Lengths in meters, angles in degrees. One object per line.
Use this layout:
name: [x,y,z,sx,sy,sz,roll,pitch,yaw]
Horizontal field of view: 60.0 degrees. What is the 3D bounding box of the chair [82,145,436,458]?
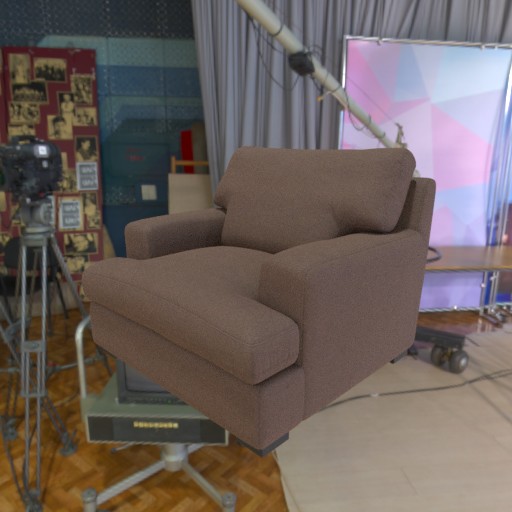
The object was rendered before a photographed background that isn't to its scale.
chair: [0.000,0.000,1.974,1.168,0.940,1.143,14,20,43]
